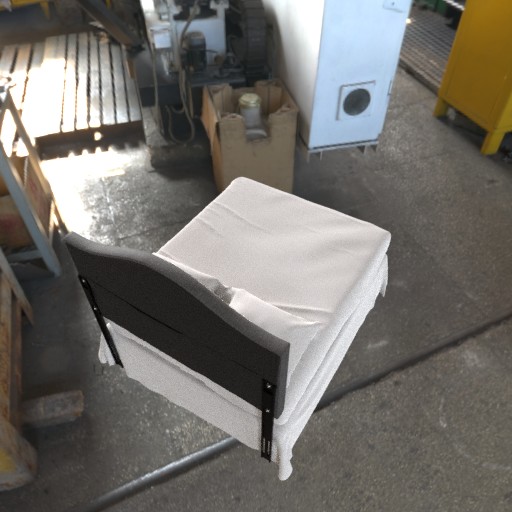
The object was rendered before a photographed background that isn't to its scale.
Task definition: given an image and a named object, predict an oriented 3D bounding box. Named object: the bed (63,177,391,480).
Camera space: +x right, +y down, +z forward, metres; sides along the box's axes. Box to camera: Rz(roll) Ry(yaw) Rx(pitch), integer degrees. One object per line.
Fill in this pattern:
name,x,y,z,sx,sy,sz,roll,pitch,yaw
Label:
bed,0.000,0.000,3.529,1.876,1.645,2.221,24,51,22
